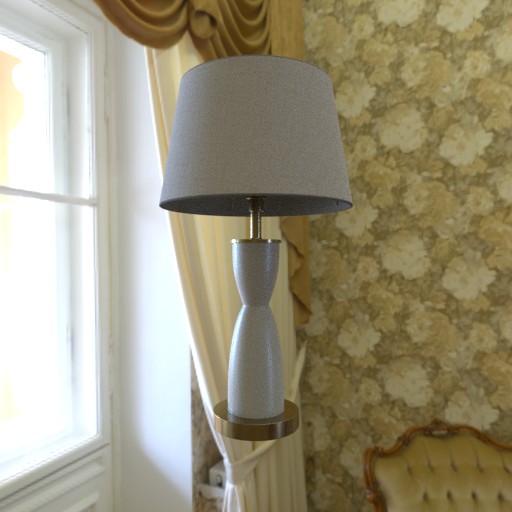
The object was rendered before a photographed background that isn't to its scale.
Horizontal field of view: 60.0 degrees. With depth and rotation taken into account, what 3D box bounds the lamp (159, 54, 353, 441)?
[{"bbox_3d":[0.000,0.000,0.721,0.309,0.545,0.309,0,0,0],"label":"lamp"}]
